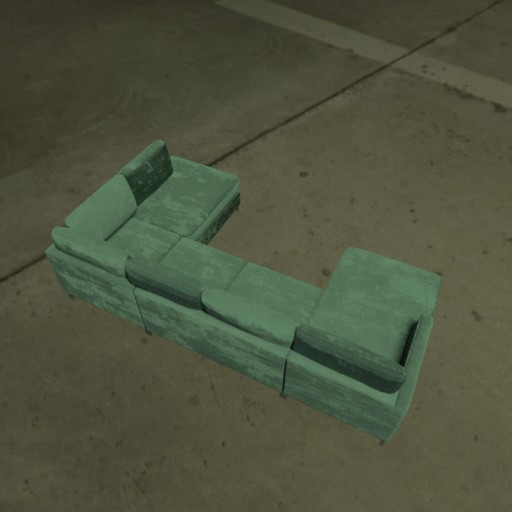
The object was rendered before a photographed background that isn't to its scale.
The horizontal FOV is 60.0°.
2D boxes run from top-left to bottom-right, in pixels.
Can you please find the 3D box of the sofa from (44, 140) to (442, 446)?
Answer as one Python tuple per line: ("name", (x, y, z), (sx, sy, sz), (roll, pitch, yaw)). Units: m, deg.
("sofa", (0.000, 0.000, 4.383), (3.434, 0.992, 2.055), (20, 51, 18))
